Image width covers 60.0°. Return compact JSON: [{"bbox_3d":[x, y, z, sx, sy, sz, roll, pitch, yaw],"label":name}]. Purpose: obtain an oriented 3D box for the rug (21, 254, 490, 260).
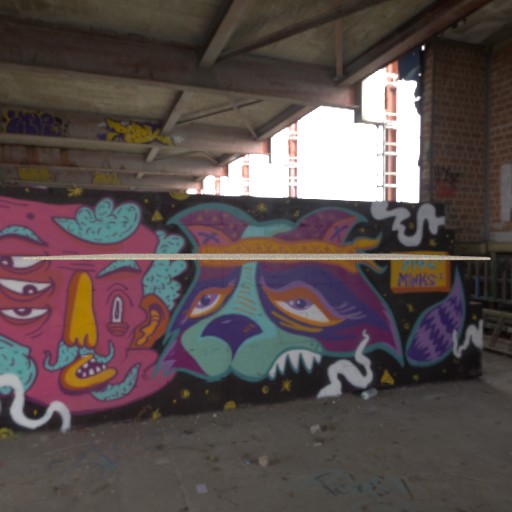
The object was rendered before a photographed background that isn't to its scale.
[{"bbox_3d":[0.000,0.000,2.327,1.829,0.010,1.219,0,1,1],"label":"rug"}]
